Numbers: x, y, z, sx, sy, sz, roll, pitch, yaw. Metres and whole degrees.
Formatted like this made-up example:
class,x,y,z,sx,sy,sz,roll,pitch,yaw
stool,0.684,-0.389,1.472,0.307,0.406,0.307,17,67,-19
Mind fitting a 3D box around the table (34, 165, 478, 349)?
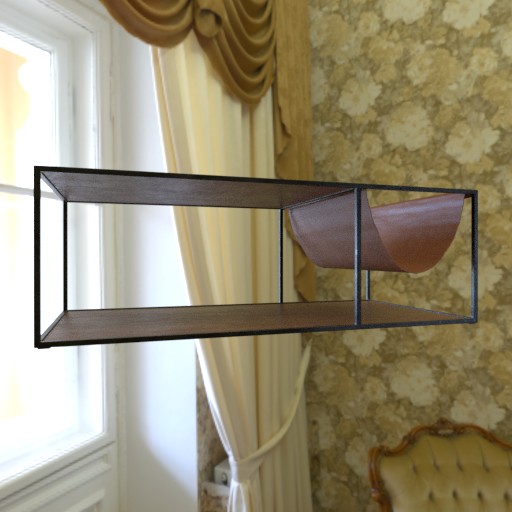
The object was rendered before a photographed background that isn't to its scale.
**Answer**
class,x,y,z,sx,sy,sz,roll,pitch,yaw
table,0.000,0.000,1.424,1.199,0.403,0.597,0,0,-18
